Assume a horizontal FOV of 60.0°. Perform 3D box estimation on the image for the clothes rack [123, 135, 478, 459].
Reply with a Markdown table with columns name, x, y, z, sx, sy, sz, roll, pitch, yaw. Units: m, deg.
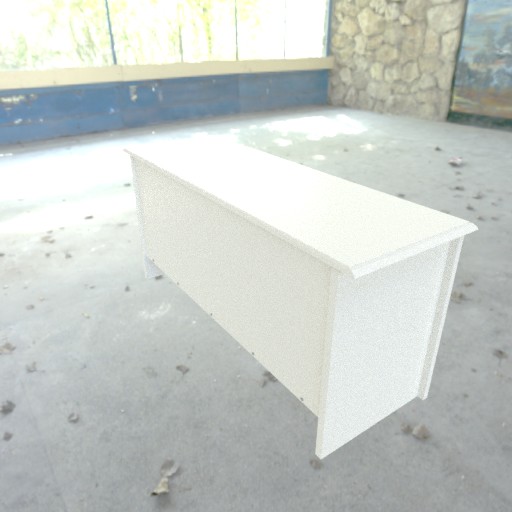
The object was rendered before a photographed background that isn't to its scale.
| name | x | y | z | sx | sy | sz | roll | pitch | yaw |
| --- | --- | --- | --- | --- | --- | --- | --- | --- | --- |
| clothes rack | 0.000 | 0.000 | 1.485 | 0.405 | 0.558 | 1.218 | -17 | 31 | -31 |
